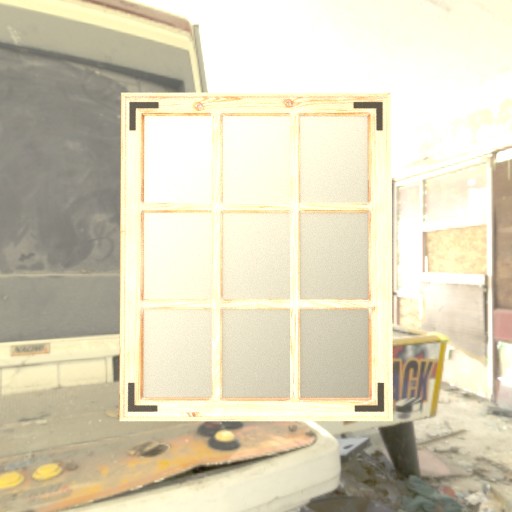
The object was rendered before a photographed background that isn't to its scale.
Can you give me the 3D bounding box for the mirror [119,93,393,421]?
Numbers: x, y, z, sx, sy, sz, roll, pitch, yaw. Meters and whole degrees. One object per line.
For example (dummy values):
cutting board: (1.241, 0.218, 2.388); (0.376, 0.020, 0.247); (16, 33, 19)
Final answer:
mirror: (0.000, 0.000, 1.206); (0.730, 0.882, 0.032); (0, -1, 0)
